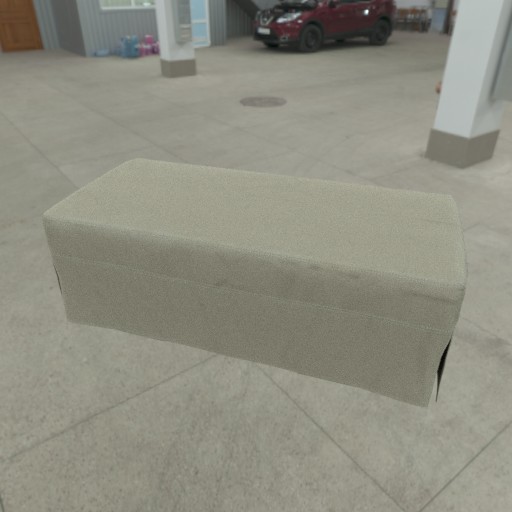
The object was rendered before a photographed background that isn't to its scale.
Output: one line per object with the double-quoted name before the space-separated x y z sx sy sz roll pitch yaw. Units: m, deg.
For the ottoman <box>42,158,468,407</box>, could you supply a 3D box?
"ottoman" 0.000 0.000 1.664 1.388 0.457 0.665 10 33 15
